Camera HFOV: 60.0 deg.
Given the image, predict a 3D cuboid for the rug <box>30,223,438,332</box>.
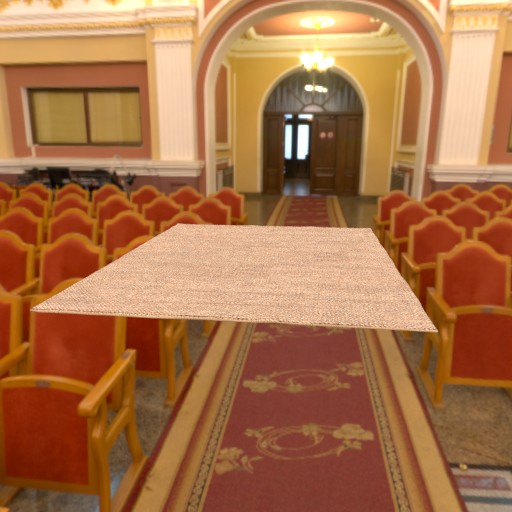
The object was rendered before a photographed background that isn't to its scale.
[{"bbox_3d":[0.000,0.000,4.045,2.429,0.030,3.052,2,14,7],"label":"rug"}]
